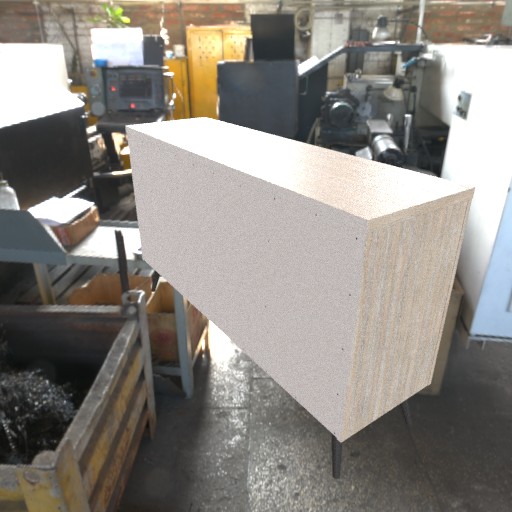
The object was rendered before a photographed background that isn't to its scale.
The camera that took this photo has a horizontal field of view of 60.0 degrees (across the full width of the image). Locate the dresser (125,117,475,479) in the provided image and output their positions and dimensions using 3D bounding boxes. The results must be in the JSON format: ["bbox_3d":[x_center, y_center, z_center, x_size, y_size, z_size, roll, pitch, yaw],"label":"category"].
[{"bbox_3d":[0.000,0.000,1.889,0.457,0.914,1.524,-17,31,-31],"label":"dresser"}]
